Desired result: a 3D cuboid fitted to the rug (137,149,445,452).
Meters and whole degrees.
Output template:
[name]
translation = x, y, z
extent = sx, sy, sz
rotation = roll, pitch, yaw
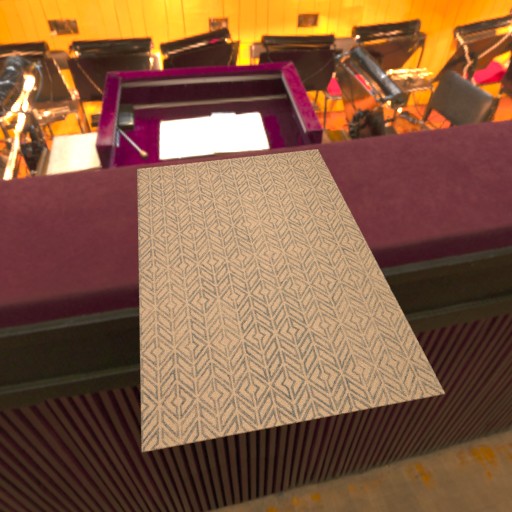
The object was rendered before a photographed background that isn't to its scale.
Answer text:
[rug]
translation = 0.000, 0.000, 2.349
extent = 1.220, 0.008, 1.824
rotation = -8, 47, -8
